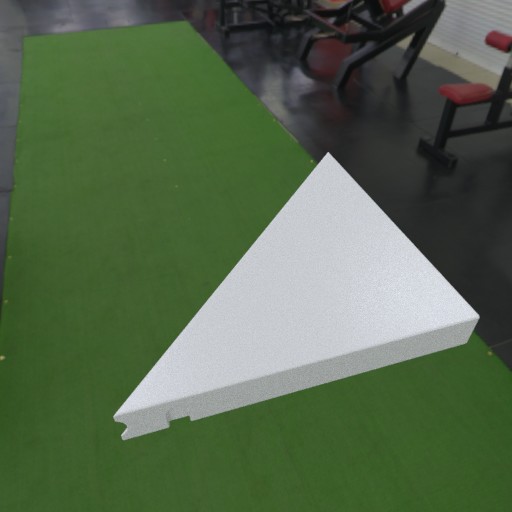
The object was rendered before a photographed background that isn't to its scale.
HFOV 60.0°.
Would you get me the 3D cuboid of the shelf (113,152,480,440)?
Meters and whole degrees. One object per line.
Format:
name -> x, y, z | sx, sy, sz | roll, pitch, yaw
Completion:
shelf -> 0.000, 0.000, 0.448 | 0.296, 0.035, 0.296 | -12, 43, -13
